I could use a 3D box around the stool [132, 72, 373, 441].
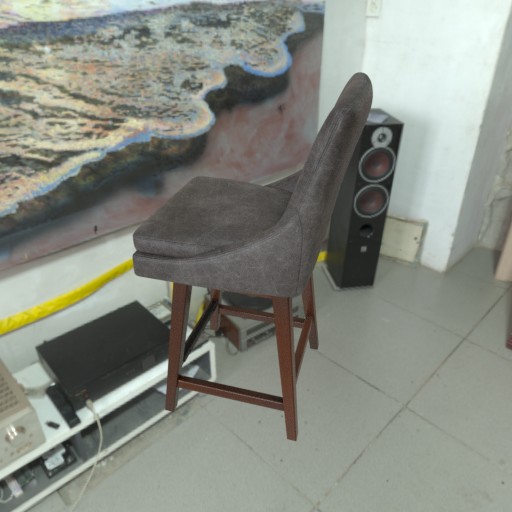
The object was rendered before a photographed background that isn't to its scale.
[{"bbox_3d":[0.000,0.000,1.394,0.587,1.046,0.492,8,32,13],"label":"stool"}]
